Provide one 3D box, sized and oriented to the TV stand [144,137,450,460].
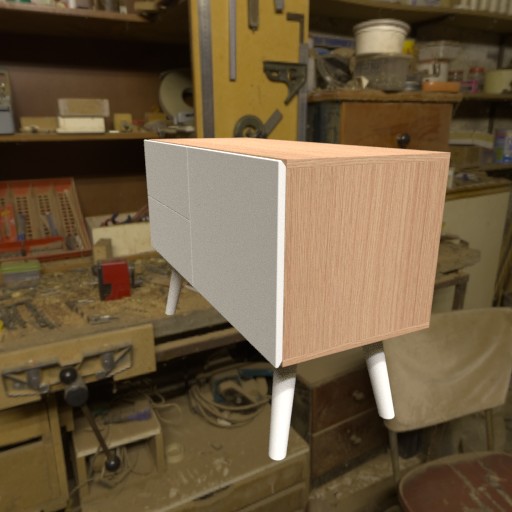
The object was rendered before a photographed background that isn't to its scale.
[{"bbox_3d":[0.000,0.000,1.349,0.407,0.660,0.991,-8,19,-25],"label":"TV stand"}]
